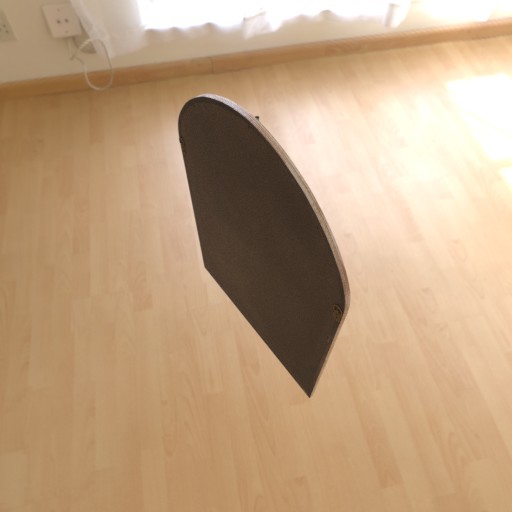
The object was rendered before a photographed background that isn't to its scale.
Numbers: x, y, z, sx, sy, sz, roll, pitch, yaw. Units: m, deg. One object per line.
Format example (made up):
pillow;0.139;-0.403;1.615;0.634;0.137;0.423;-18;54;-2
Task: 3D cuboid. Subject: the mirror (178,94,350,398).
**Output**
mirror;0.000;0.000;1.163;0.032;0.915;0.609;-33;64;-18
